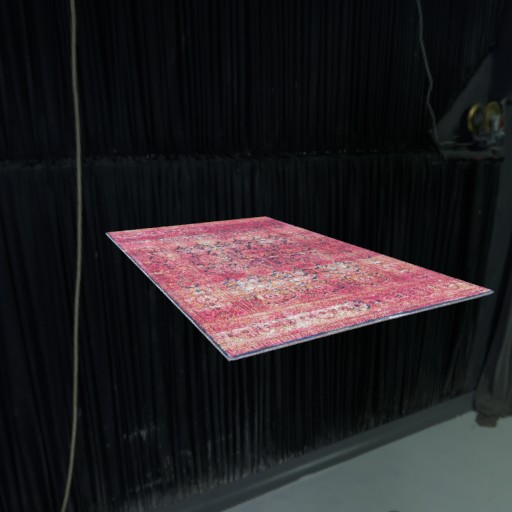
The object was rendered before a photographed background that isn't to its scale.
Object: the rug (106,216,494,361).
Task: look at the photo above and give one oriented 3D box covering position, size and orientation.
[{"bbox_3d":[0.000,0.000,3.024,1.539,0.018,2.449,-8,18,-27],"label":"rug"}]
